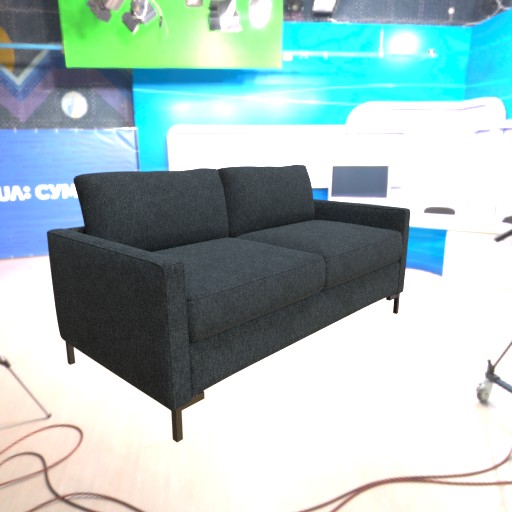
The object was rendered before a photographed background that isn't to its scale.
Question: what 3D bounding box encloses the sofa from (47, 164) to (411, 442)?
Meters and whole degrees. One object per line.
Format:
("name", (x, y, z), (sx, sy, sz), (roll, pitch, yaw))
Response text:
("sofa", (0.000, 0.000, 2.226), (0.866, 0.862, 1.716), (13, 19, 42))
